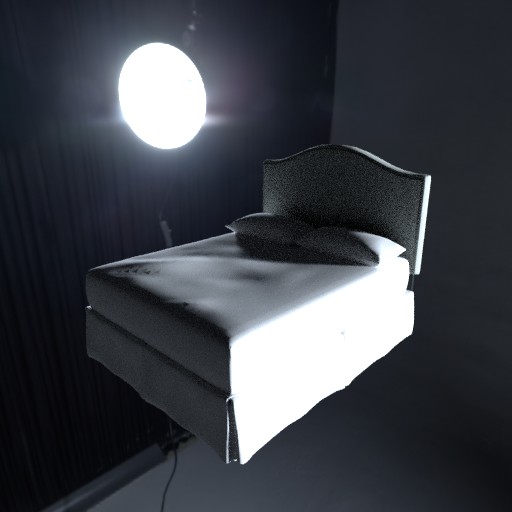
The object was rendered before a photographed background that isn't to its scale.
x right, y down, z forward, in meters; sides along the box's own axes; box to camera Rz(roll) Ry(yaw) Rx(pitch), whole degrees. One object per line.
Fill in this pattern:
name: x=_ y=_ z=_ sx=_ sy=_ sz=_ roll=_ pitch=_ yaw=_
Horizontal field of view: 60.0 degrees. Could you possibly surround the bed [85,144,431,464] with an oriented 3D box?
bed: x=0.000 y=0.000 z=3.489 sx=1.813 sy=1.607 sz=2.180 roll=17 pitch=24 yaw=42
